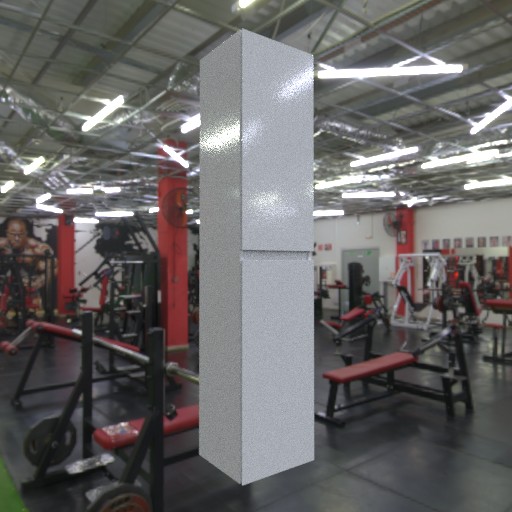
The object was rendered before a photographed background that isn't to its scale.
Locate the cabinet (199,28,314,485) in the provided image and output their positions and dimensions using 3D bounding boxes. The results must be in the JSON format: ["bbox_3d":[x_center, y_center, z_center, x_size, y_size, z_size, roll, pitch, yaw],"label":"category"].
[{"bbox_3d":[0.000,0.000,1.553,0.300,1.400,0.270,1,-1,-36],"label":"cabinet"}]
